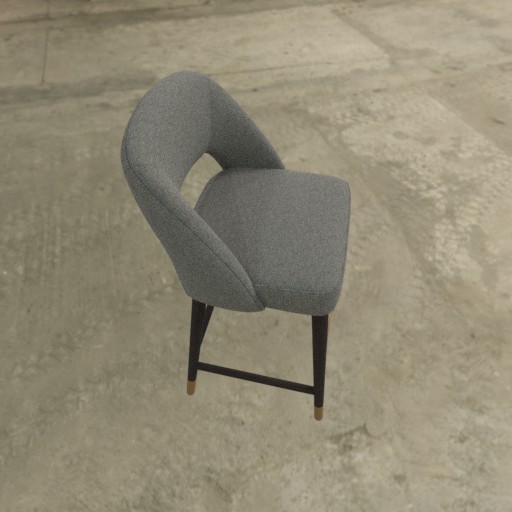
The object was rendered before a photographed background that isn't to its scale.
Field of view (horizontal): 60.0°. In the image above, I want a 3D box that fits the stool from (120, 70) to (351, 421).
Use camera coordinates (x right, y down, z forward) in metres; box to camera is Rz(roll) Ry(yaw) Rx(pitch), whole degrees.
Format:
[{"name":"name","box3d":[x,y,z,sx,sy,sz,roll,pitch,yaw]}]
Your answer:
[{"name":"stool","box3d":[0.000,0.000,1.271,0.524,0.925,0.536,8,46,8]}]
